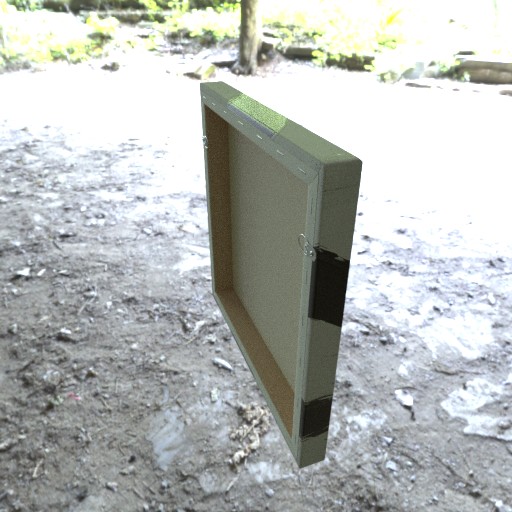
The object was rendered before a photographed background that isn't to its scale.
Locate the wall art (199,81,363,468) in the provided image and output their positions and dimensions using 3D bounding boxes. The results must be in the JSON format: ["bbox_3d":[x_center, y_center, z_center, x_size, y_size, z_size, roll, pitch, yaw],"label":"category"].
[{"bbox_3d":[0.000,0.000,0.789,0.050,0.508,0.507,-11,33,-18],"label":"wall art"}]
